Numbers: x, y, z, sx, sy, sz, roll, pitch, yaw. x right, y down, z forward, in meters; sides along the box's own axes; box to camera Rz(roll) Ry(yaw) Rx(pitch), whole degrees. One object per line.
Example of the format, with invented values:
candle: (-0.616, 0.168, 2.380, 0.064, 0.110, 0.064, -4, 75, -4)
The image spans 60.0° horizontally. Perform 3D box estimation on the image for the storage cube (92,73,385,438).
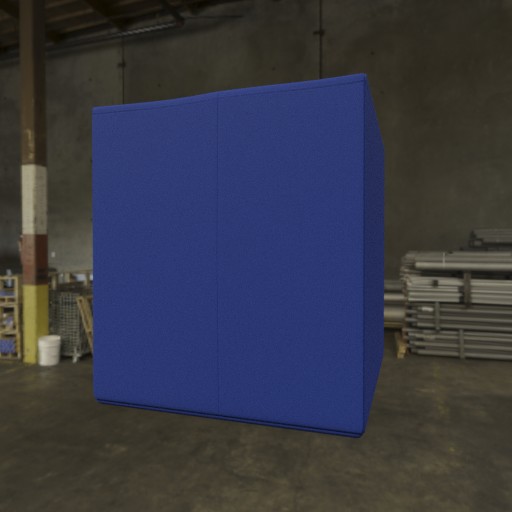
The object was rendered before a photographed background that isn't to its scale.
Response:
storage cube: (0.000, 0.000, 0.503, 0.270, 0.280, 0.270, 0, 1, 19)
